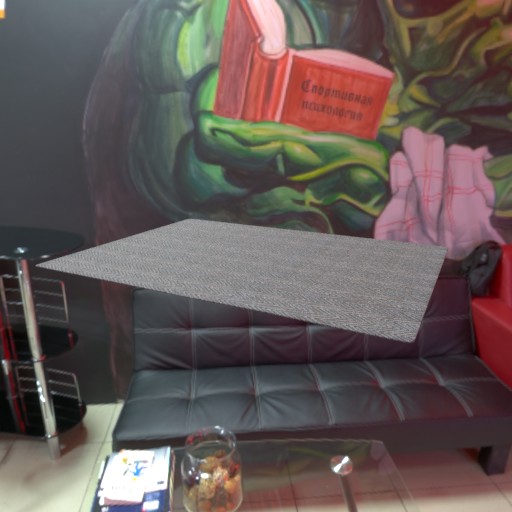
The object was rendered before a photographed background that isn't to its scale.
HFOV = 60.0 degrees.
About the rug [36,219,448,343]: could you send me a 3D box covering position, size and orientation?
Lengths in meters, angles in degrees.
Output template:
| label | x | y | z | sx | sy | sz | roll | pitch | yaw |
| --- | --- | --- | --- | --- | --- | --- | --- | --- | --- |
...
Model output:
| label | x | y | z | sx | sy | sz | roll | pitch | yaw |
| --- | --- | --- | --- | --- | --- | --- | --- | --- | --- |
| rug | 0.000 | 0.000 | 5.197 | 3.957 | 0.011 | 2.894 | 8 | 18 | 26 |
